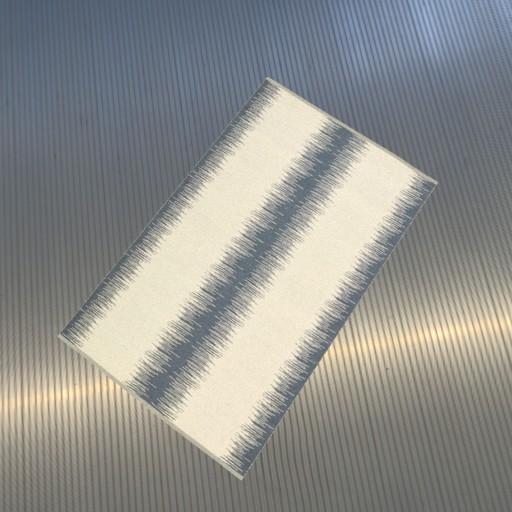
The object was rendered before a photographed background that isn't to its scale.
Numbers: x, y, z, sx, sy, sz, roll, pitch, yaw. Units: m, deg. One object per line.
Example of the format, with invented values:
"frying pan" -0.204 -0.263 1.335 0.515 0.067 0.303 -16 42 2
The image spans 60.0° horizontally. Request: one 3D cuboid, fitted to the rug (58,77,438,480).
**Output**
"rug" 0.000 0.000 3.095 1.519 0.003 2.453 35 79 8
